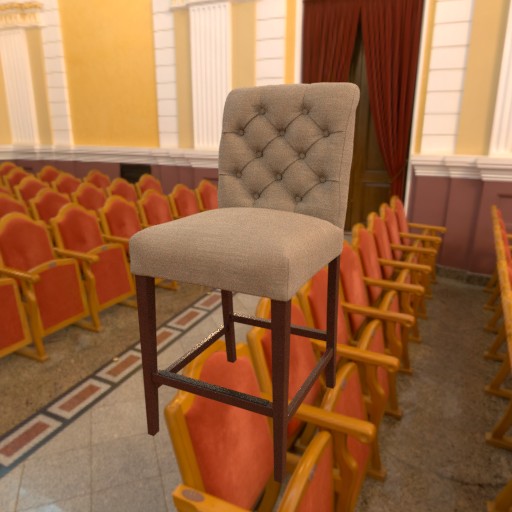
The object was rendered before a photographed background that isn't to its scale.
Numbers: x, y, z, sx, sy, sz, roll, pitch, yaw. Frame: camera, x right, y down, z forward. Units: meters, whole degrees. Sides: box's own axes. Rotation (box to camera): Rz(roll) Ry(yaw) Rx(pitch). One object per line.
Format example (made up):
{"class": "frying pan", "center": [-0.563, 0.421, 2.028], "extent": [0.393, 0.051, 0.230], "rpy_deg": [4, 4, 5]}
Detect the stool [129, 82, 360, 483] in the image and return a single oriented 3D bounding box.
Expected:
{"class": "stool", "center": [0.000, 0.000, 1.436], "extent": [0.486, 1.084, 0.660], "rpy_deg": [8, 18, 25]}
